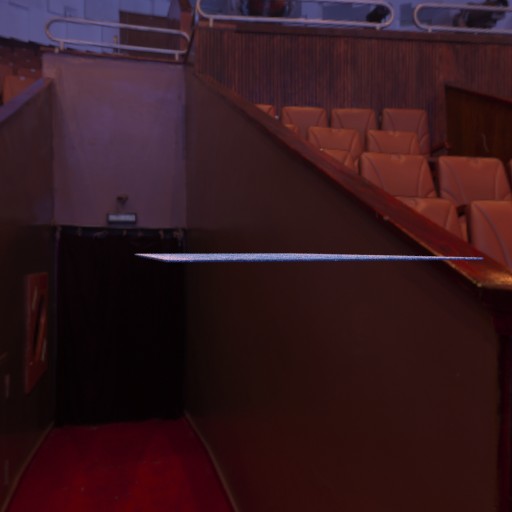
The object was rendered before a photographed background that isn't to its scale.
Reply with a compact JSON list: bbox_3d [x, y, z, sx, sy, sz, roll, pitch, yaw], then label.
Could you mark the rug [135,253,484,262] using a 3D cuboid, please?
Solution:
[{"bbox_3d":[0.000,0.000,2.228,1.102,0.008,1.795,0,1,-18],"label":"rug"}]
